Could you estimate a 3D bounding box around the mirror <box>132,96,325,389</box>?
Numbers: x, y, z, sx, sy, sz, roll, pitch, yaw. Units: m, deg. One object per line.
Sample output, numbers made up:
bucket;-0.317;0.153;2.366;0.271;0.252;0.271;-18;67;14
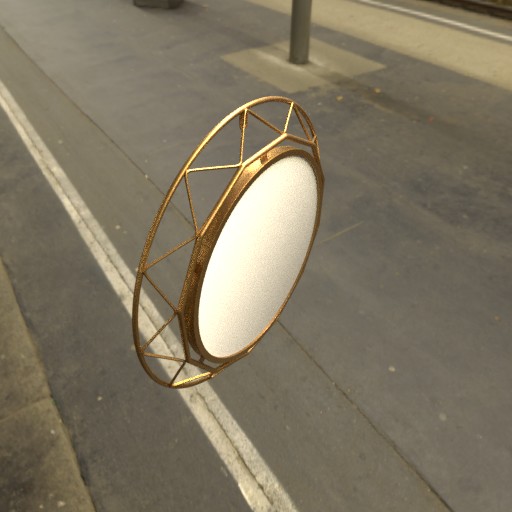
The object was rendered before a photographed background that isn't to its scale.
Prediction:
mirror;0.000;0.000;0.666;0.043;0.454;0.454;24;47;25
